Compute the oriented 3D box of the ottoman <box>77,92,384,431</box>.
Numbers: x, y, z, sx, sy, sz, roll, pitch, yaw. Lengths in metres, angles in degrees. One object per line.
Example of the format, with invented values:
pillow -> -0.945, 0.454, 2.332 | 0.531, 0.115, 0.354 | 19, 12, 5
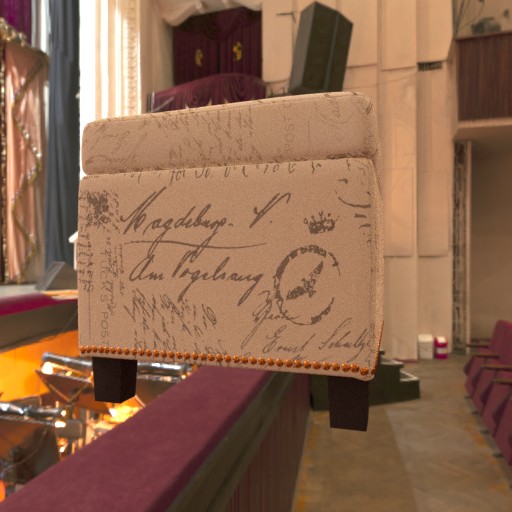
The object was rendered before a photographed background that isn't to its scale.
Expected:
ottoman -> 0.000, 0.000, 0.824 | 0.450, 0.457, 0.449 | 0, 0, 17
